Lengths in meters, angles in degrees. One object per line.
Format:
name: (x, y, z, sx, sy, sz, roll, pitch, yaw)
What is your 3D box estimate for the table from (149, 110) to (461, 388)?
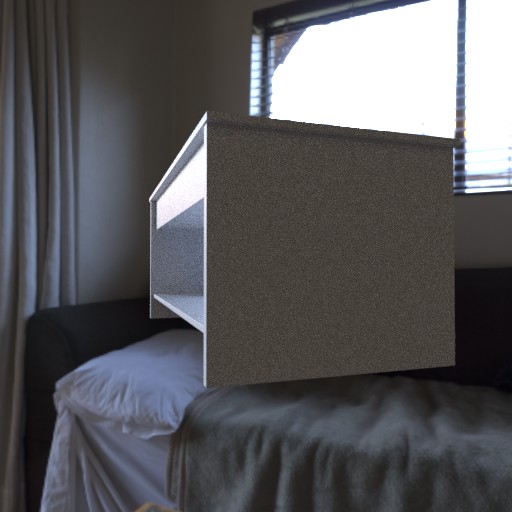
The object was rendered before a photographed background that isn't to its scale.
table: (0.000, 0.000, 1.248, 0.500, 0.441, 1.000, 0, -1, -19)
